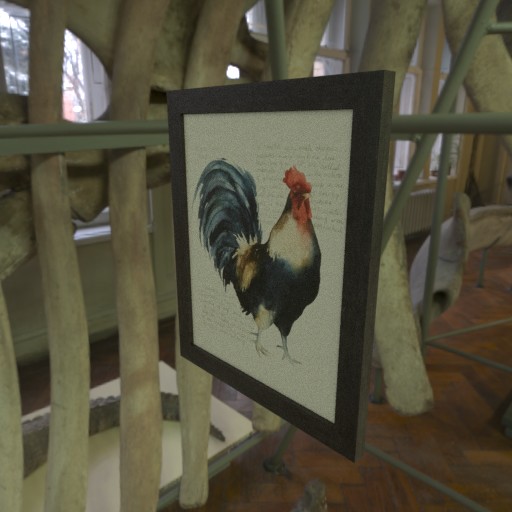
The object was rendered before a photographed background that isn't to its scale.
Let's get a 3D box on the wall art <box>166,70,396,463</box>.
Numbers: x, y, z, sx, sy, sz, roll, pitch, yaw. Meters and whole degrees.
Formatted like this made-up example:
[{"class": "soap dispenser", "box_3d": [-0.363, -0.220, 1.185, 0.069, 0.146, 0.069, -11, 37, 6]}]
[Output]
[{"class": "wall art", "box_3d": [0.000, 0.000, 0.796, 0.027, 0.580, 0.479, -15, 22, -42]}]
